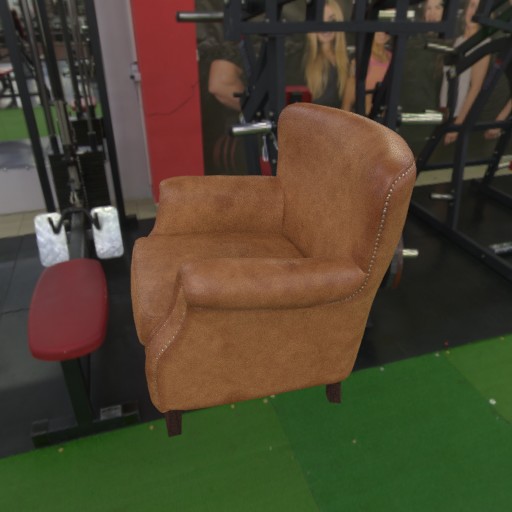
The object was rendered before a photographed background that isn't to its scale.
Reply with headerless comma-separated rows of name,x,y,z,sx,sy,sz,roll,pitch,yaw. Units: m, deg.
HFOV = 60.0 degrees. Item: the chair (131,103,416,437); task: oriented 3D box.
chair,0.000,0.000,1.637,0.921,0.936,0.861,-8,31,-13
